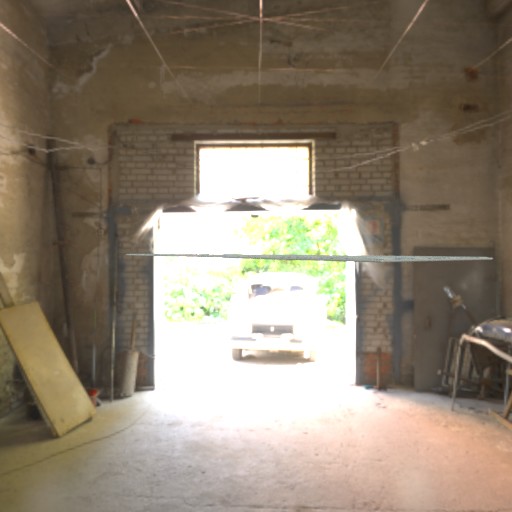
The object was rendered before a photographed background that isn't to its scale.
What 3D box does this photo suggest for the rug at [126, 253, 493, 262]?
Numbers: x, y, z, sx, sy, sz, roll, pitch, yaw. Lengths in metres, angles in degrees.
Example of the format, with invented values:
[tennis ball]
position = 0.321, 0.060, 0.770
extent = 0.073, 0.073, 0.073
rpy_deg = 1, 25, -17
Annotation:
[rug]
position = 0.000, 0.000, 2.397
extent = 0.662, 0.011, 2.196
rpy_deg = -1, 1, -36
